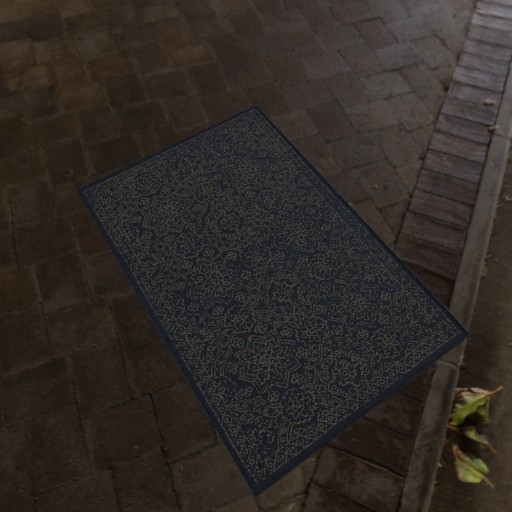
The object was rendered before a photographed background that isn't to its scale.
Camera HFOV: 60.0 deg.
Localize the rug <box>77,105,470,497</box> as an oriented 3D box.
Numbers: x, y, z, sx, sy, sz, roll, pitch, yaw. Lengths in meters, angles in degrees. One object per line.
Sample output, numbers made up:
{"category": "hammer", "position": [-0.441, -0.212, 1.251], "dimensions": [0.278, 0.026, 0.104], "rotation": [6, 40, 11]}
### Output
{"category": "rug", "position": [0.000, 0.000, 2.293], "dimensions": [1.219, 0.010, 1.829], "rotation": [-30, 65, -15]}
